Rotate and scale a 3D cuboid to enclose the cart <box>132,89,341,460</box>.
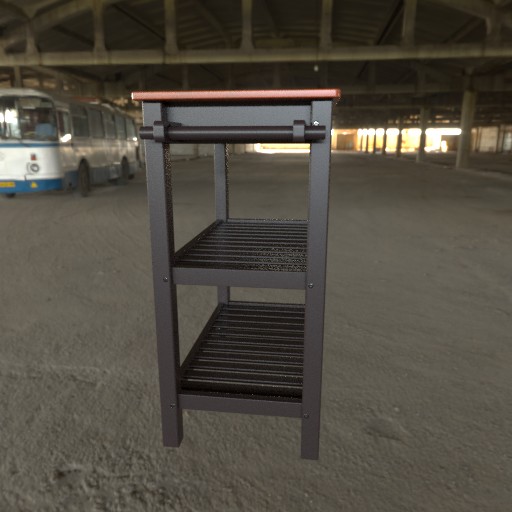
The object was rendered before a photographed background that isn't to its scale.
[{"bbox_3d":[0.000,0.000,1.431,0.457,0.927,0.899,2,15,7],"label":"cart"}]
